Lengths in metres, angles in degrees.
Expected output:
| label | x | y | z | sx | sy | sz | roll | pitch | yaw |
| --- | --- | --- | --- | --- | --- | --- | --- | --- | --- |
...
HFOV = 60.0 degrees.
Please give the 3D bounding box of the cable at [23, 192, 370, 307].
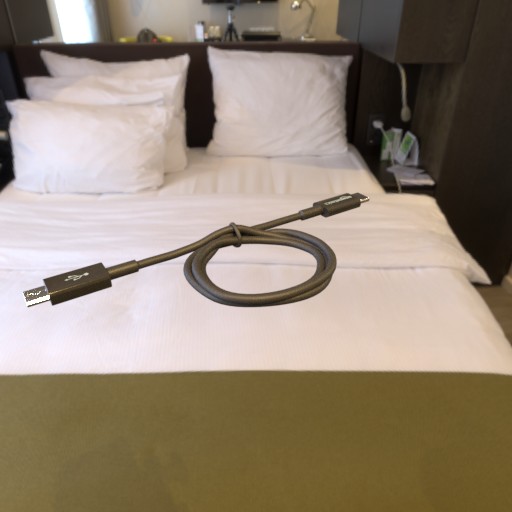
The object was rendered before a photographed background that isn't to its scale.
| label | x | y | z | sx | sy | sz | roll | pitch | yaw |
| --- | --- | --- | --- | --- | --- | --- | --- | --- | --- |
| cable | 0.000 | 0.000 | 0.206 | 0.192 | 0.014 | 0.070 | -19 | 36 | -28 |
